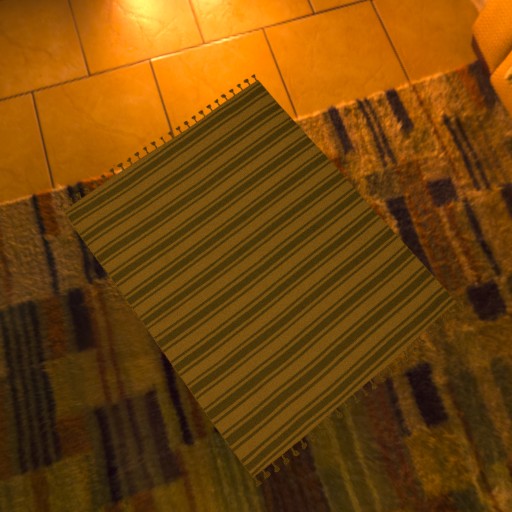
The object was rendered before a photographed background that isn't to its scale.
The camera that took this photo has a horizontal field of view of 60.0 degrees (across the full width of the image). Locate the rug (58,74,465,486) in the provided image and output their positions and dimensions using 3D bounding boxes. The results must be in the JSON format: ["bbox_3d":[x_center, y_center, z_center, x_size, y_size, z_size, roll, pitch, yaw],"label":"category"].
[{"bbox_3d":[0.000,0.000,4.205,2.439,0.005,3.201,-37,78,-9],"label":"rug"}]
